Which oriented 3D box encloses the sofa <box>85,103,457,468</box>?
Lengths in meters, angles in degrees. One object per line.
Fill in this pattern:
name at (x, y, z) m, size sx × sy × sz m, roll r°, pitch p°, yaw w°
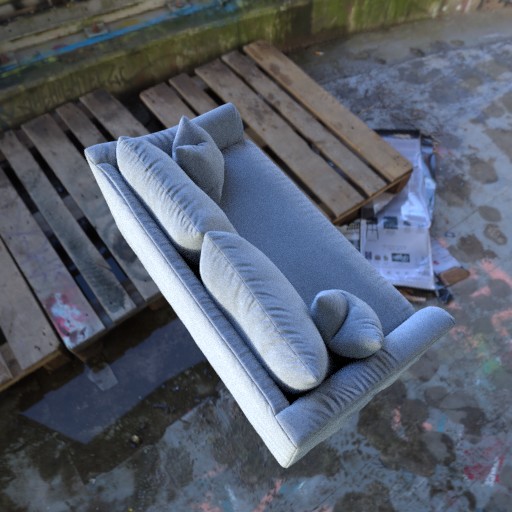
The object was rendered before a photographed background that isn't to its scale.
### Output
sofa at (0.000, 0.000, 2.616) m, size 1.072 × 1.018 × 2.010 m, roll -32°, pitch 64°, yaw -18°
